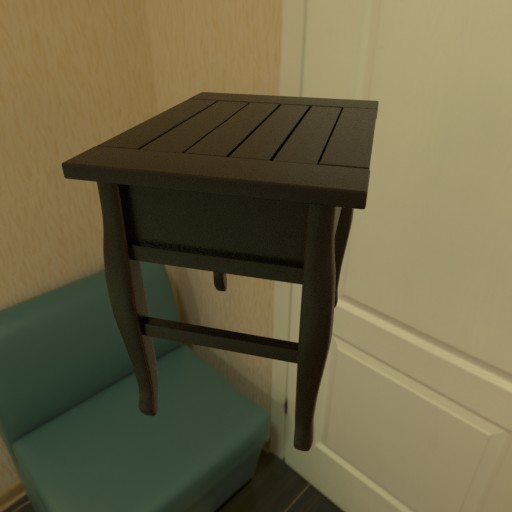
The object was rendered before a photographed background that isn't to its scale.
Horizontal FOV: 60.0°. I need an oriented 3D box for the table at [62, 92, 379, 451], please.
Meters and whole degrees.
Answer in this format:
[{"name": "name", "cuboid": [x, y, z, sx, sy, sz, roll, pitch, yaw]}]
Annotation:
[{"name": "table", "cuboid": [0.000, 0.000, 1.031, 0.460, 0.604, 0.602, 8, 31, 13]}]
